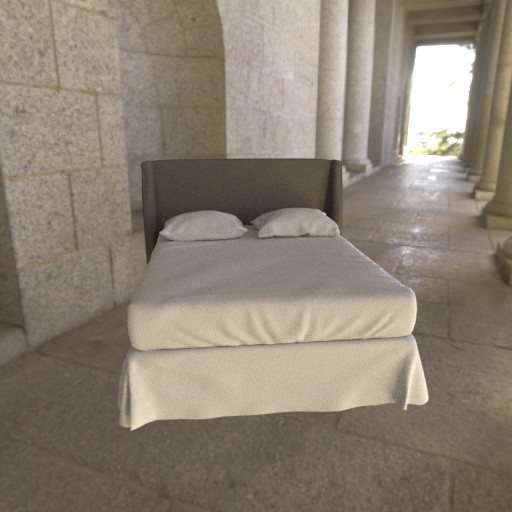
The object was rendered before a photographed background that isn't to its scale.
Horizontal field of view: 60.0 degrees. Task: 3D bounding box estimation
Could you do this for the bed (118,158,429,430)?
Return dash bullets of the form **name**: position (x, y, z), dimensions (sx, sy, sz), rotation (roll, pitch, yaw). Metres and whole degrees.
- **bed**: position (0.000, 0.000, 3.399), dimensions (1.925, 1.332, 2.276), rotation (-2, 16, -6)
